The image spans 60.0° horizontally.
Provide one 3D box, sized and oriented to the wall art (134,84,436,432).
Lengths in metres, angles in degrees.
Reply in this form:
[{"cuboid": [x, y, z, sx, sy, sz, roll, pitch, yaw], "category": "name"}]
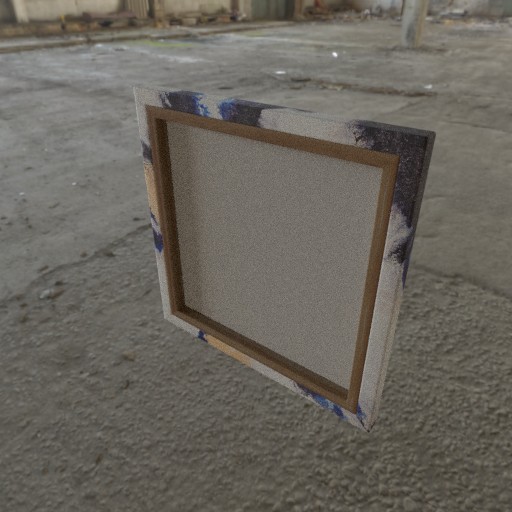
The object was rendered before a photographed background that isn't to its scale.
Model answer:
[{"cuboid": [0.000, 0.000, 0.921, 0.609, 0.609, 0.039, 21, 37, 31], "category": "wall art"}]
